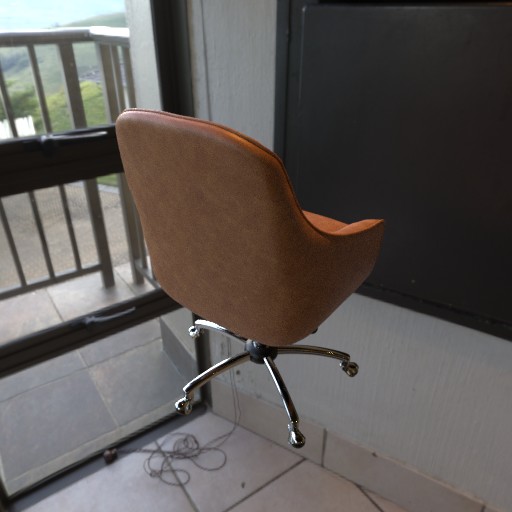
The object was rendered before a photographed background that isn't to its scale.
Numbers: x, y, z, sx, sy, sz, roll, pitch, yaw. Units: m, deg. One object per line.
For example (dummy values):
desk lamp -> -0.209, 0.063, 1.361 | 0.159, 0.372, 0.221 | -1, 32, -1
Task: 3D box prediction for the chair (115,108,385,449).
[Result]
chair -> 0.000, 0.000, 1.298 | 0.628, 0.909, 0.615 | 20, 35, 31
